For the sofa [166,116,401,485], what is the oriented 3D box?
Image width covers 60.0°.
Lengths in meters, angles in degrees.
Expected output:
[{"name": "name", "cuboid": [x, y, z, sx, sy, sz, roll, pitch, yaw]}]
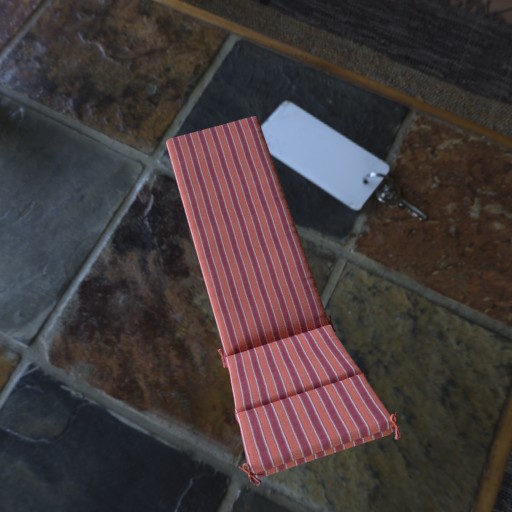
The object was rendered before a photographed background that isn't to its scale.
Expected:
[{"name": "sofa", "cuboid": [0.000, 0.000, 1.959, 0.582, 0.622, 1.663, -16, 75, -4]}]
